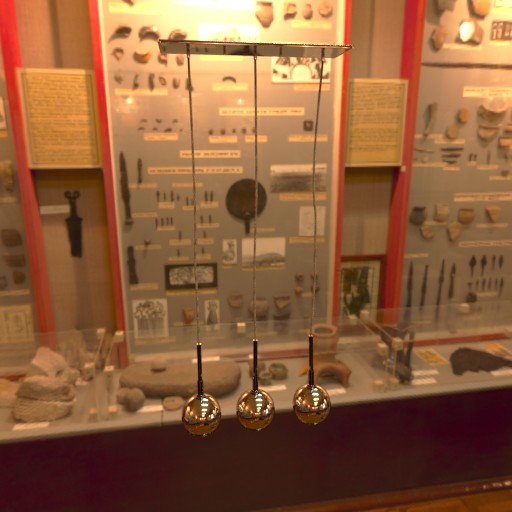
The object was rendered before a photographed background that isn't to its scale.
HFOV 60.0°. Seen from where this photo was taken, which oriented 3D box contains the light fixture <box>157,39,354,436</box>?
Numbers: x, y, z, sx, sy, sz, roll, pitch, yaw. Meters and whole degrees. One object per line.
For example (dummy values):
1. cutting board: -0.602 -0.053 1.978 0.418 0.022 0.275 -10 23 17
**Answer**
1. light fixture: 0.000 0.000 1.633 0.623 1.408 0.188 -2 15 -9
